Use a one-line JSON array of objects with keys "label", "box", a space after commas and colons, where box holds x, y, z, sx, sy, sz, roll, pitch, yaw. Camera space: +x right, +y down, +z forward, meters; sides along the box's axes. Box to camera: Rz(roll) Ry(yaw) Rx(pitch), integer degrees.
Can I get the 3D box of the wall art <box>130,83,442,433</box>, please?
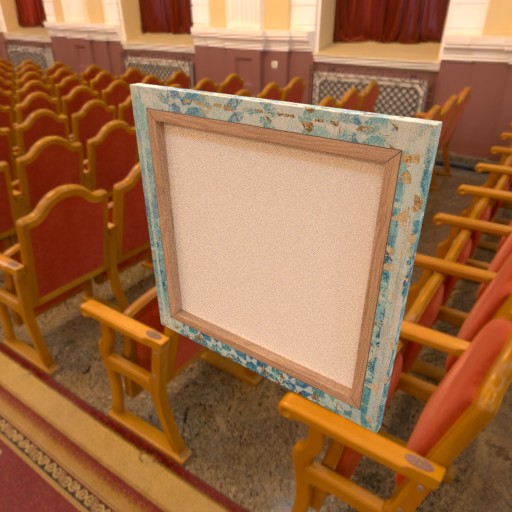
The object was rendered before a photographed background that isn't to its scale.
[{"label": "wall art", "box": [0.000, 0.000, 1.355, 0.916, 0.916, 0.040, 19, 35, 30]}]
